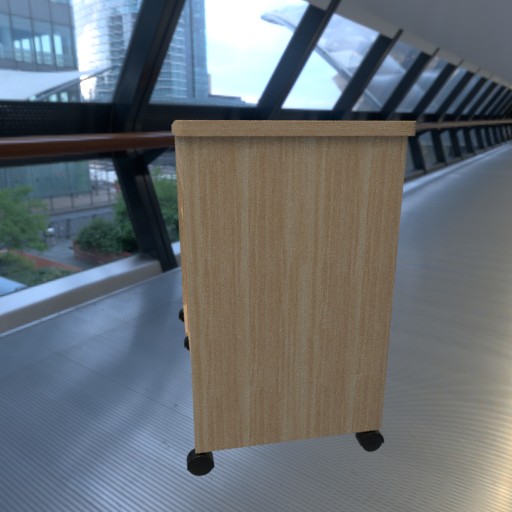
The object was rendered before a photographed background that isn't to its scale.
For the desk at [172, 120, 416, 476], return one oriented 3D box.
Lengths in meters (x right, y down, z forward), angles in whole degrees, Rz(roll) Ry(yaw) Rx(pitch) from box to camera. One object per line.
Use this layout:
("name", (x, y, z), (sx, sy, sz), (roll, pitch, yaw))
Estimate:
("desk", (0.000, 0.000, 1.346), (0.480, 0.770, 0.884), (-3, 16, -10))
